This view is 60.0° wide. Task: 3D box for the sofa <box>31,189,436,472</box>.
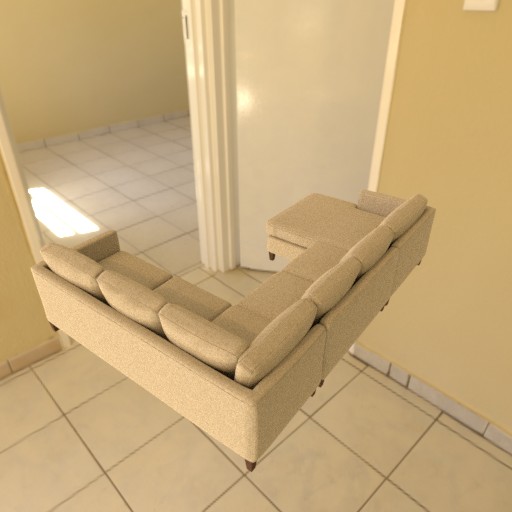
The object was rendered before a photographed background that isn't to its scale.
[{"bbox_3d":[0.000,0.000,4.638,2.593,0.959,3.460,22,38,31],"label":"sofa"}]
